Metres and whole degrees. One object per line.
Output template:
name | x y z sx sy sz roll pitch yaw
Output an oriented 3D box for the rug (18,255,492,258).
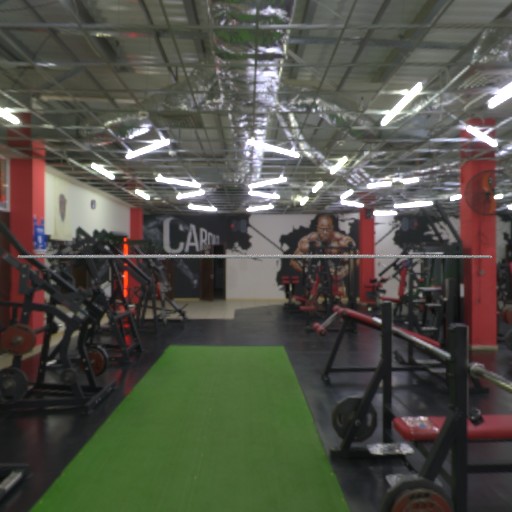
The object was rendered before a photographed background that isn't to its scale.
rug | 0.000 0.000 4.119 3.123 0.017 2.447 0 0 1
